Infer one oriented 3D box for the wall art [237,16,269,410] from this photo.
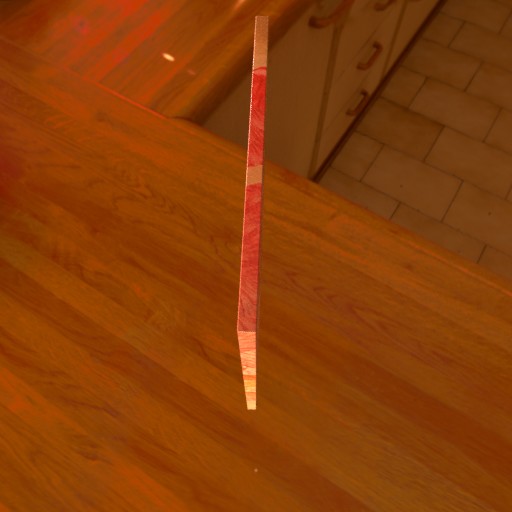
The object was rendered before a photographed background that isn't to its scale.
[{"bbox_3d":[0.000,0.000,1.330,0.031,1.015,0.762,2,64,1],"label":"wall art"}]
